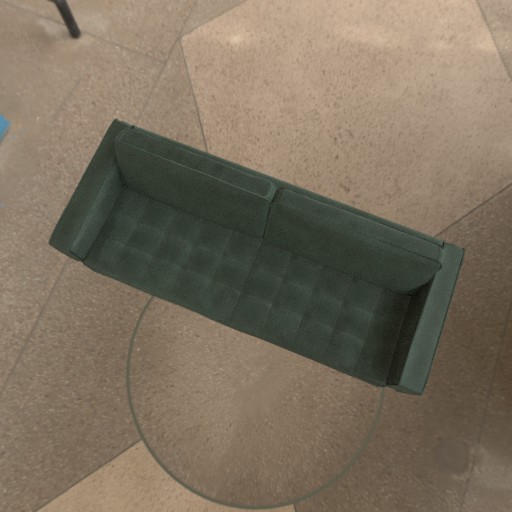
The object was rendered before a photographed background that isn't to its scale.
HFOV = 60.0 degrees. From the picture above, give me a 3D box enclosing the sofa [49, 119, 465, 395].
[{"bbox_3d":[0.000,0.000,2.653,2.214,0.781,0.886,21,77,5],"label":"sofa"}]
